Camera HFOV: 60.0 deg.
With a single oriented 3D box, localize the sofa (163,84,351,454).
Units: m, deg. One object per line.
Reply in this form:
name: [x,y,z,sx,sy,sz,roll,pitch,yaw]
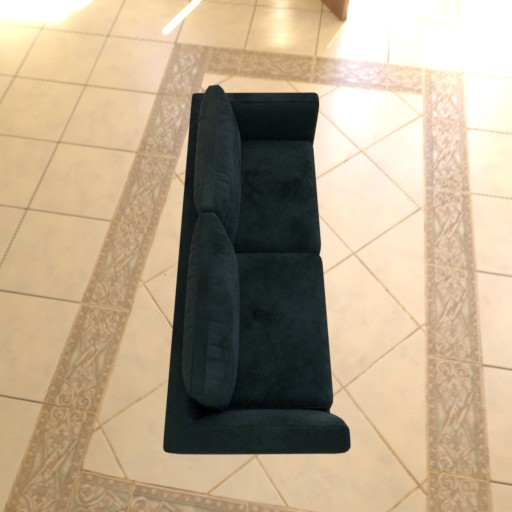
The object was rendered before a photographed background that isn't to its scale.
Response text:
sofa: [0.000,0.000,2.691,0.853,0.998,2.212,0,63,0]
